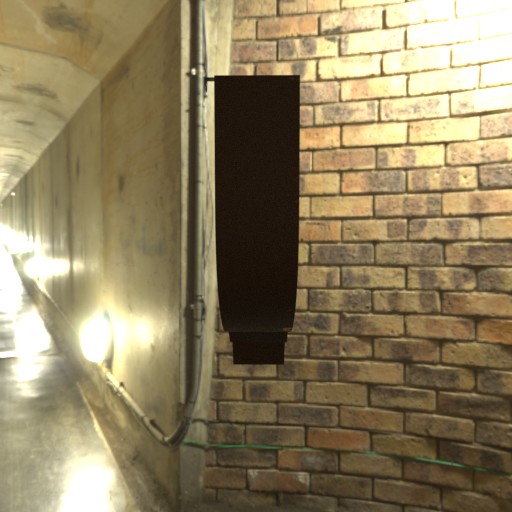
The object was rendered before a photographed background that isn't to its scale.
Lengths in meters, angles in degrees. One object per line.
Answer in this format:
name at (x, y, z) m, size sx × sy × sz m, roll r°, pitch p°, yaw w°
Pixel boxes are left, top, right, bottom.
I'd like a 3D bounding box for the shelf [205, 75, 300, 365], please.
shelf at (0.000, 0.000, 0.892) m, size 0.112 × 0.439 × 0.729 m, roll 0°, pitch 1°, yaw 1°
